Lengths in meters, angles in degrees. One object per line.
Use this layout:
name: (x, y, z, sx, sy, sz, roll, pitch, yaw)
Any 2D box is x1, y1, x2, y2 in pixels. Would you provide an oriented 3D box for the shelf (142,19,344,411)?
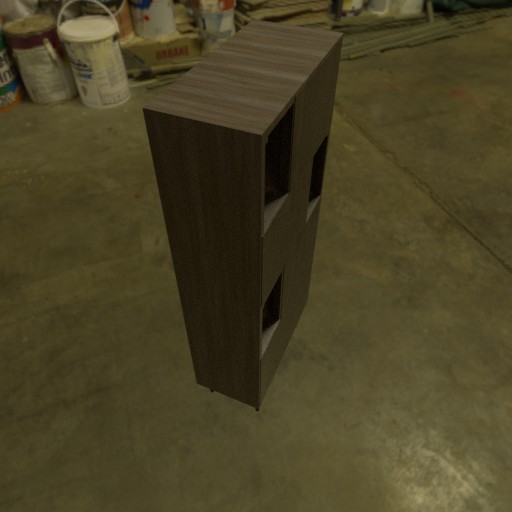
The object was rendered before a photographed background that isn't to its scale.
shelf: (0.000, 0.000, 1.802, 0.323, 1.545, 0.670, 17, 48, 16)
